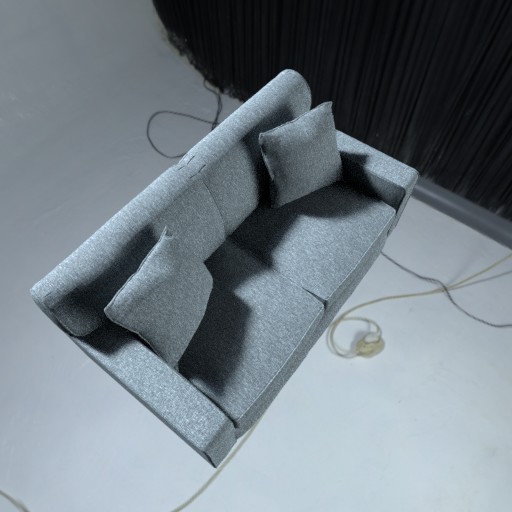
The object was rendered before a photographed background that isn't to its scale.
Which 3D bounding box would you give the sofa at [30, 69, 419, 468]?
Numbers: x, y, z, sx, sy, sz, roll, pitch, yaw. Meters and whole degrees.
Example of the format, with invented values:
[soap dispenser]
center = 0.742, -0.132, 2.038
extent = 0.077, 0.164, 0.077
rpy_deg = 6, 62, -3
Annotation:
[sofa]
center = 0.000, 0.000, 2.388
extent = 0.998, 0.958, 1.846
rpy_deg = 33, 64, 18
